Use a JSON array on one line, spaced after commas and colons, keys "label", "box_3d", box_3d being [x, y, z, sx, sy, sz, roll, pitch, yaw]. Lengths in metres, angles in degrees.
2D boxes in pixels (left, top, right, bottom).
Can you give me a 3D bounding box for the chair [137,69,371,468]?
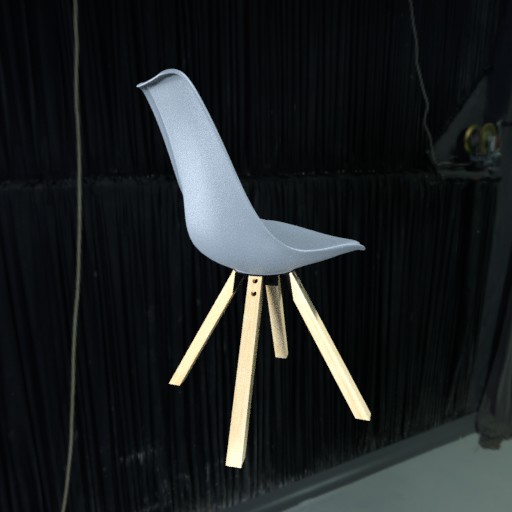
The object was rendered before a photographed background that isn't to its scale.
[{"label": "chair", "box_3d": [0.000, 0.000, 1.172, 0.549, 0.850, 0.485, -7, 15, -28]}]
